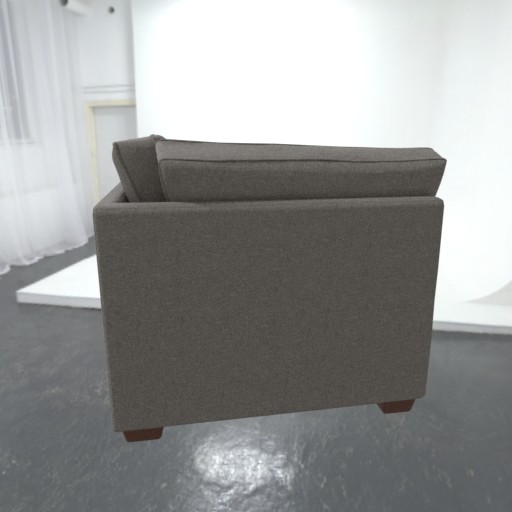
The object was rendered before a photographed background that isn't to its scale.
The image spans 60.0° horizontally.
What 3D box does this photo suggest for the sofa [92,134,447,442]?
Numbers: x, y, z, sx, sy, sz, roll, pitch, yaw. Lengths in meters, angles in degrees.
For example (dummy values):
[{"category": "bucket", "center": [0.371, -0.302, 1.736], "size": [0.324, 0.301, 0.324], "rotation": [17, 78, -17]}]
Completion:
[{"category": "sofa", "center": [0.000, 0.000, 1.807], "size": [1.050, 0.951, 1.042], "rotation": [-2, 15, -9]}]
